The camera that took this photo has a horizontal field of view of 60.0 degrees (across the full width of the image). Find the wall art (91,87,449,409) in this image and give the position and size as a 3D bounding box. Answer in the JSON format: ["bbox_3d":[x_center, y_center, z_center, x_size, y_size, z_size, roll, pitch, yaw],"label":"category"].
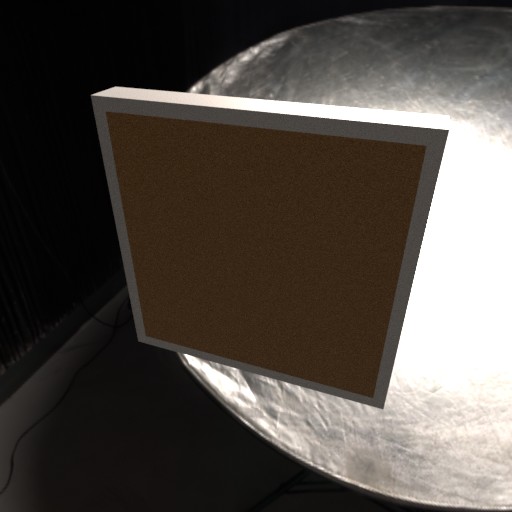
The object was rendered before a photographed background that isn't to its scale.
[{"bbox_3d":[0.000,0.000,0.453,0.305,0.302,0.038,11,34,17],"label":"wall art"}]
